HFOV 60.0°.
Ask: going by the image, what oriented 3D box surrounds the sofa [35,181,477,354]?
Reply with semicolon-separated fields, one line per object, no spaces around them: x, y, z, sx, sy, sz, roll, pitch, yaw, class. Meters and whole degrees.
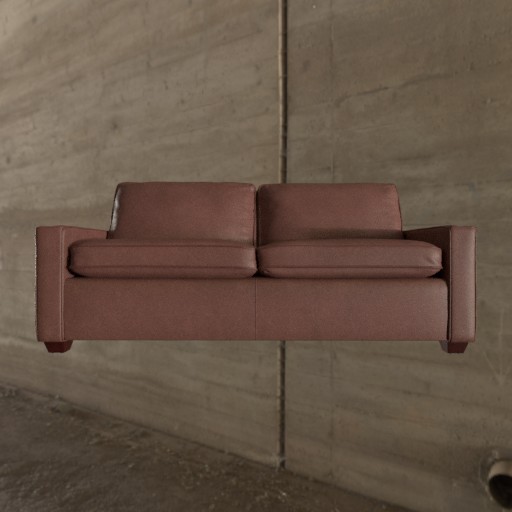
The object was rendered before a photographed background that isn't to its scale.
0.000;0.000;2.482;2.080;0.919;0.940;0;1;0;sofa
